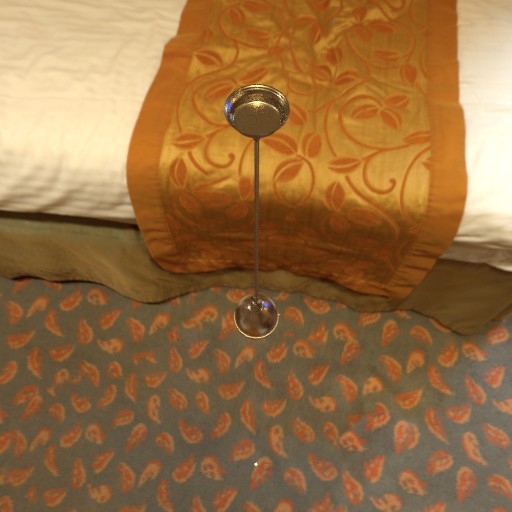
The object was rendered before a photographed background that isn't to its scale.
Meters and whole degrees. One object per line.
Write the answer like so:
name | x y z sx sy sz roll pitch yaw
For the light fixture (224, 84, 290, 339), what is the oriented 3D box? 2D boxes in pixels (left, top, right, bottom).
light fixture | 0.000 0.000 1.488 0.211 1.367 0.217 -35 70 -15
